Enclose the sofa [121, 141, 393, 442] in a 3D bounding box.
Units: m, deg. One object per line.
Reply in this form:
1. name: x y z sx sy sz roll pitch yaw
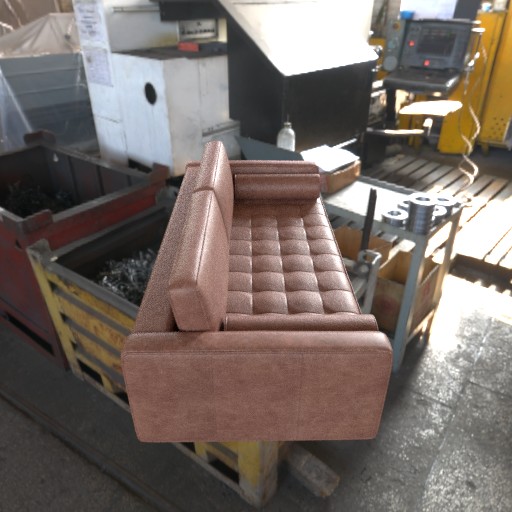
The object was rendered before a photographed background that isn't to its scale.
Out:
1. sofa: 0.000 0.000 2.292 0.910 0.760 1.870 0 31 -1
